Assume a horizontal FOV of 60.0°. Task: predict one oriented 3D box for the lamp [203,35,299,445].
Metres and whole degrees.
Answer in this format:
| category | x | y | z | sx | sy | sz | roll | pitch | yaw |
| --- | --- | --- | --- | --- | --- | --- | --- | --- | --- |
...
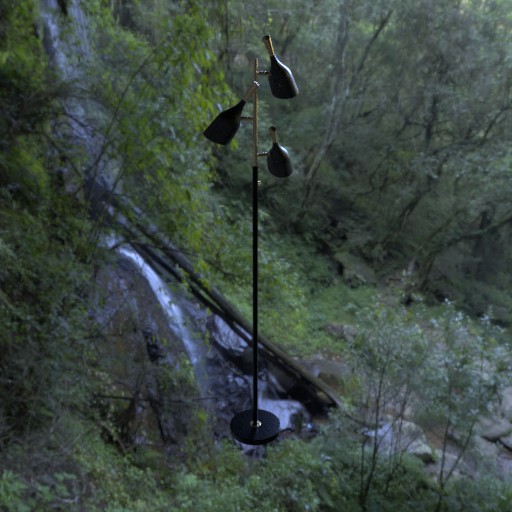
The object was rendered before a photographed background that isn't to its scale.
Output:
| category | x | y | z | sx | sy | sz | roll | pitch | yaw |
| --- | --- | --- | --- | --- | --- | --- | --- | --- | --- |
| lamp | 0.000 | 0.000 | 1.977 | 0.434 | 1.778 | 0.253 | -8 | 17 | -26 |
